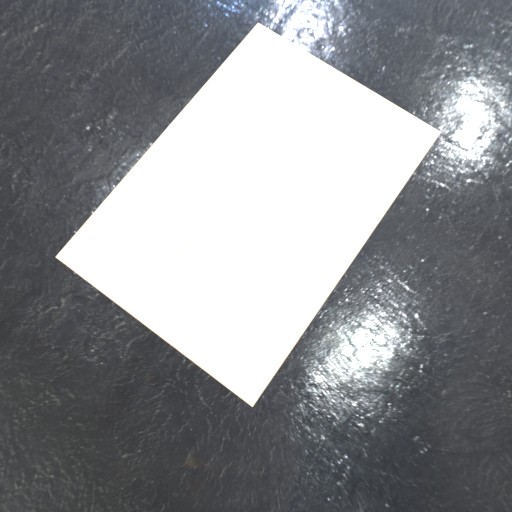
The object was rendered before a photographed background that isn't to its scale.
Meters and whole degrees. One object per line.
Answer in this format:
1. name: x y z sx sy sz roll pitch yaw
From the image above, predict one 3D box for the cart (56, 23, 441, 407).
1. cart: 0.000 0.000 1.179 0.406 0.857 0.578 35 78 9
